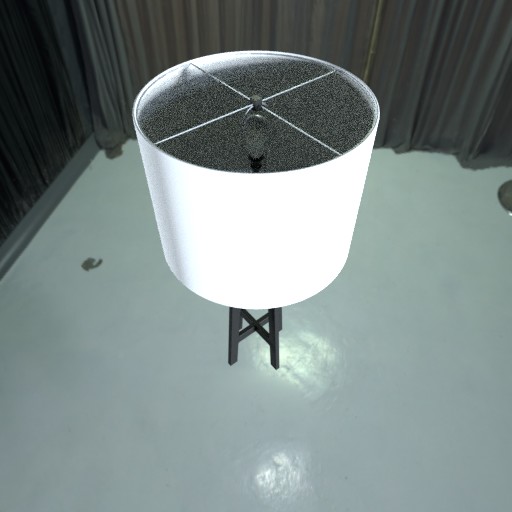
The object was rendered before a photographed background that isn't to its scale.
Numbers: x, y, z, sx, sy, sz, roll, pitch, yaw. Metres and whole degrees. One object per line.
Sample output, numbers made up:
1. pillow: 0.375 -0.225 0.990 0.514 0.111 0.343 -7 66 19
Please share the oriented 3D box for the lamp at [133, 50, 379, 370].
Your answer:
1. lamp: 0.000 0.000 0.646 0.257 0.489 0.257 4 47 4
